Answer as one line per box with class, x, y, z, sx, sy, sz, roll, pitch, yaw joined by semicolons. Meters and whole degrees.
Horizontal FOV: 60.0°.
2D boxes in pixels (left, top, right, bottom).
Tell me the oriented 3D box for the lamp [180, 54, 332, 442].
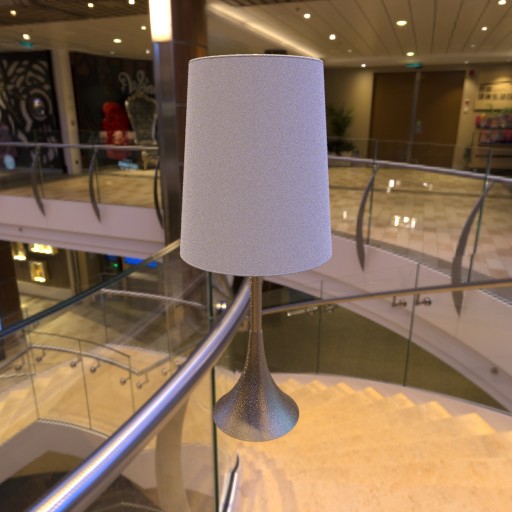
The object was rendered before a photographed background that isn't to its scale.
lamp;0.000;0.000;0.685;0.231;0.569;0.231;0;18;0
